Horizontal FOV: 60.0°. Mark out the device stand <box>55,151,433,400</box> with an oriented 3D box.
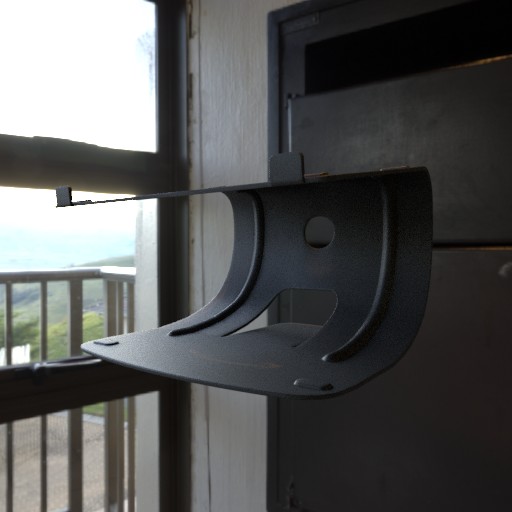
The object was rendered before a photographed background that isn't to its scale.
[{"bbox_3d":[0.000,0.000,0.385,0.256,0.155,0.236,1,1,36],"label":"device stand"}]
